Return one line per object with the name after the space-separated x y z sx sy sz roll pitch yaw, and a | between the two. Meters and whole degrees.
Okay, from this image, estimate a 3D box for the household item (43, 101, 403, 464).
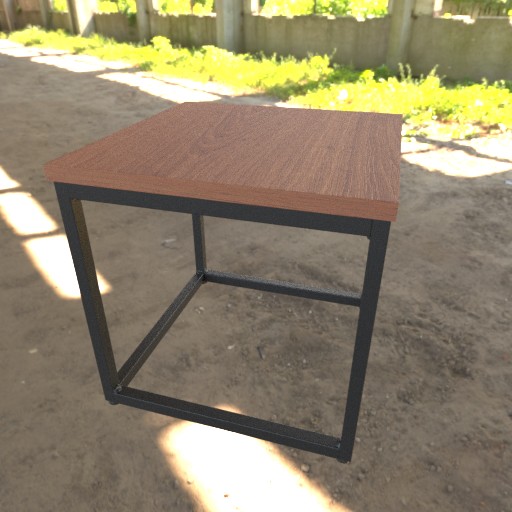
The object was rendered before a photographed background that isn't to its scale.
0.000 0.000 0.733 0.400 0.400 0.400 8 31 14 | household item
